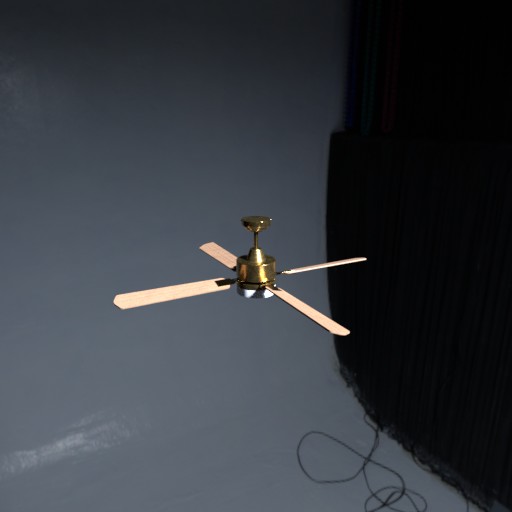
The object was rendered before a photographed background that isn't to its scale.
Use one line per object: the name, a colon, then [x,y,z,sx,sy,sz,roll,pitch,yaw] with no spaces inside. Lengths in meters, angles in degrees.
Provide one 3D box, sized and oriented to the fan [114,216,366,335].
fan: [0.000,0.000,2.082,1.320,0.355,1.320,-9,19,-26]
